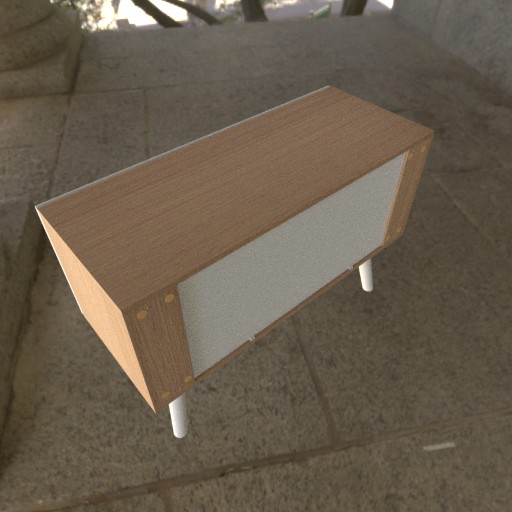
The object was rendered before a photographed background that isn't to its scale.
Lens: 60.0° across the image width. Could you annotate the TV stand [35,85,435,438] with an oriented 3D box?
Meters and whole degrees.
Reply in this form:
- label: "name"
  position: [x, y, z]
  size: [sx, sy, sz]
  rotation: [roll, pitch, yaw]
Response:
- label: "TV stand"
  position: [0.000, 0.000, 1.368]
  size: [0.991, 0.660, 0.407]
  rotation: [-31, 52, -28]
